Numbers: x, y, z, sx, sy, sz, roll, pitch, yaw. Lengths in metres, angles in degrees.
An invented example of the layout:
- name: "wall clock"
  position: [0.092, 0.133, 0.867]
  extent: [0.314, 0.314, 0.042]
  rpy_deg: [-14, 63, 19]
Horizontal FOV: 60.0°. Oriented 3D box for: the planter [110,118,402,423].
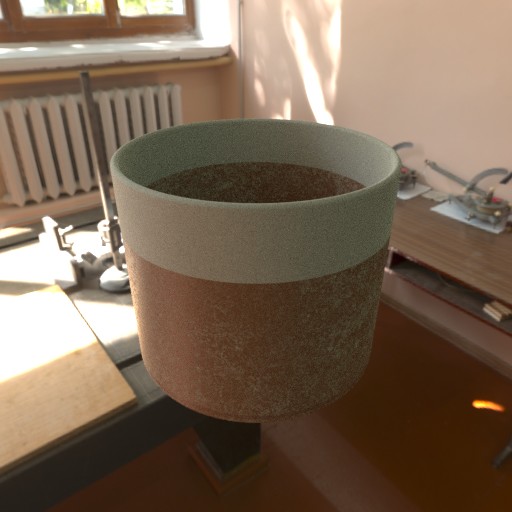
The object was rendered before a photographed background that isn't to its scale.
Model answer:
- name: "planter"
  position: [0.000, 0.000, 0.283]
  extent: [0.159, 0.138, 0.159]
  rpy_deg: [0, 30, 0]
